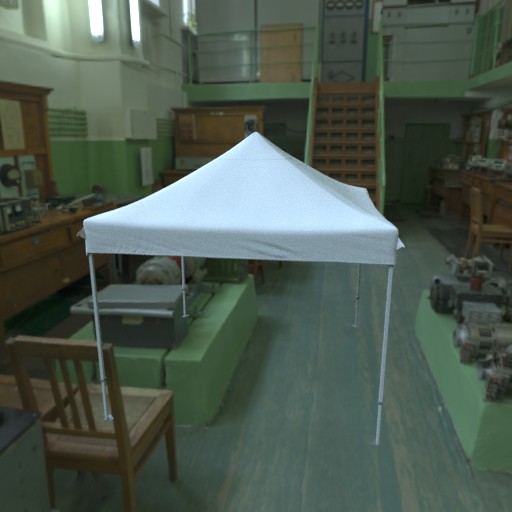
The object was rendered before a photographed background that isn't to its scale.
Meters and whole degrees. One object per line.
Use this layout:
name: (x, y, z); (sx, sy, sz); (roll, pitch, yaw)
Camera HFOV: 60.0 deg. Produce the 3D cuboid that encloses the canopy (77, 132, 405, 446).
canopy: (0.000, 0.000, 5.560); (2.996, 2.998, 2.994); (2, 16, 8)
